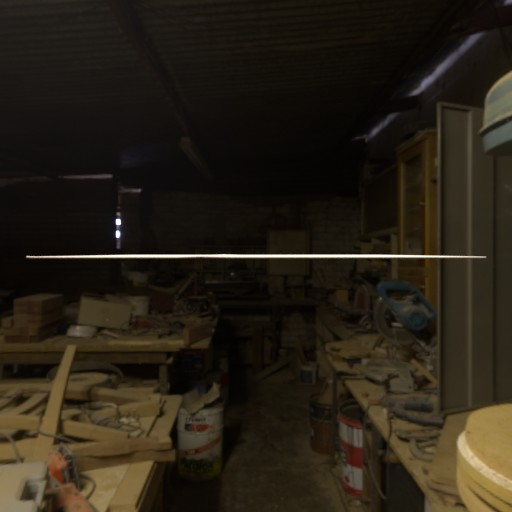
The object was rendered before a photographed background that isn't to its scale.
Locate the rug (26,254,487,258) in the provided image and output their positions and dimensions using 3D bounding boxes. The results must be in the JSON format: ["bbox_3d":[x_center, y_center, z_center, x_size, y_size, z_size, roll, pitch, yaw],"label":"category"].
[{"bbox_3d":[0.000,0.000,4.088,3.009,0.019,2.423,0,0,-1],"label":"rug"}]
